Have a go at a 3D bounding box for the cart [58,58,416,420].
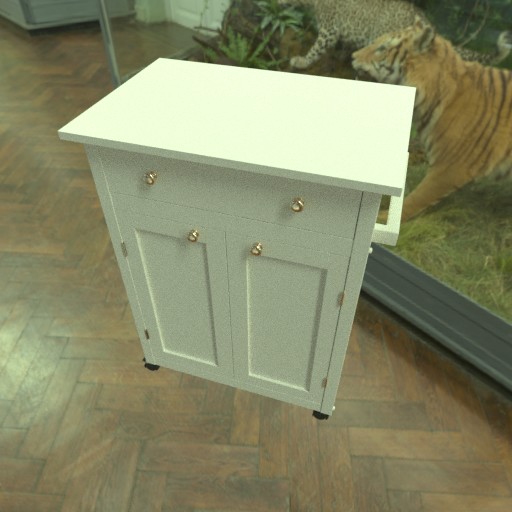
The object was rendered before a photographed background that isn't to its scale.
[{"bbox_3d":[0.000,0.000,1.246,0.683,0.864,0.442,12,44,13],"label":"cart"}]
